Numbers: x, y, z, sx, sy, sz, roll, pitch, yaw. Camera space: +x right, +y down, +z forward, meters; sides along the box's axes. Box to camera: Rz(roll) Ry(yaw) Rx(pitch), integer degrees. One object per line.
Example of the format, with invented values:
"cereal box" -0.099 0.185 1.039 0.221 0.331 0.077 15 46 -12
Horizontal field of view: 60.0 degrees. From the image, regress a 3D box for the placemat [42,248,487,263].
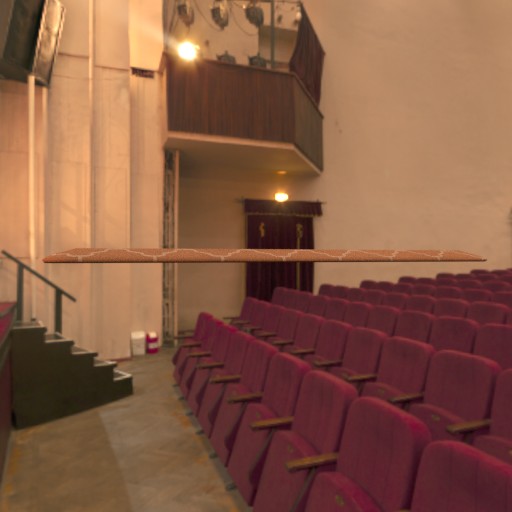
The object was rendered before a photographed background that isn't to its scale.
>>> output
"placemat" 0.000 0.000 0.933 0.762 0.021 0.508 0 0 -19
